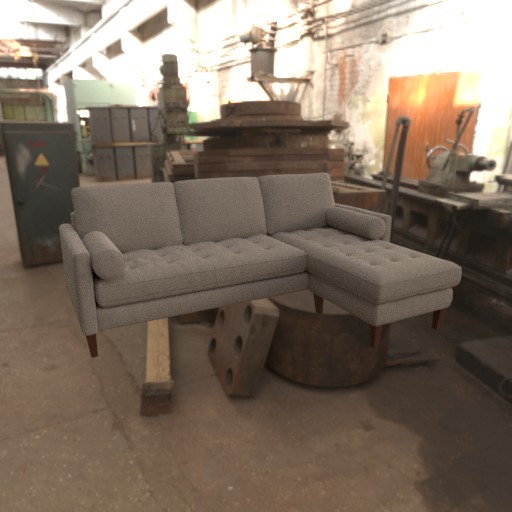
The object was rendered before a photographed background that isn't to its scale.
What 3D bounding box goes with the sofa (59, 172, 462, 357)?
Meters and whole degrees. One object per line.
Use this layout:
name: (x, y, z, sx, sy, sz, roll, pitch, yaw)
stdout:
sofa: (0.000, 0.000, 2.836, 2.178, 0.875, 1.506, -8, 18, -27)
